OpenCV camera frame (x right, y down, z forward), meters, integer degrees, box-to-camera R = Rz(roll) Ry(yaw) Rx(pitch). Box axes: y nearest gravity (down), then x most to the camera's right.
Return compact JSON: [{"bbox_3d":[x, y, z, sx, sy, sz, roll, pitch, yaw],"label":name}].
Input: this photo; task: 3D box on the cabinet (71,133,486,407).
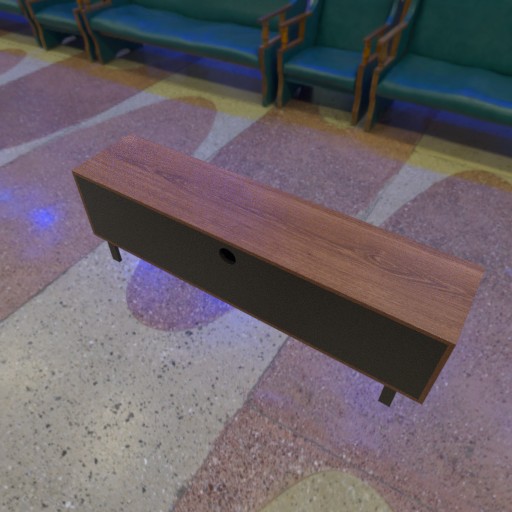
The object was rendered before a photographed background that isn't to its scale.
[{"bbox_3d":[0.000,0.000,1.907,1.650,0.500,0.400,24,50,22],"label":"cabinet"}]
